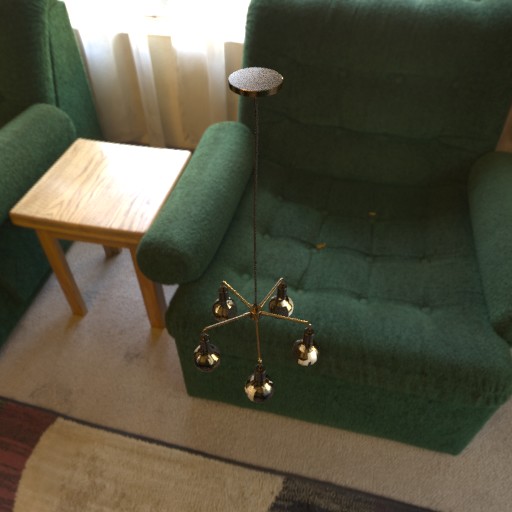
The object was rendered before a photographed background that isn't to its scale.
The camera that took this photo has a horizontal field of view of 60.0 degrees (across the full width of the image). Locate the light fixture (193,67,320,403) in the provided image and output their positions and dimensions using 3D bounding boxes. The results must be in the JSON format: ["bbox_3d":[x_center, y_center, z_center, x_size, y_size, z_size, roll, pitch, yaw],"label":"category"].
[{"bbox_3d":[0.000,0.000,1.236,0.438,0.988,0.421,-3,46,-3],"label":"light fixture"}]
